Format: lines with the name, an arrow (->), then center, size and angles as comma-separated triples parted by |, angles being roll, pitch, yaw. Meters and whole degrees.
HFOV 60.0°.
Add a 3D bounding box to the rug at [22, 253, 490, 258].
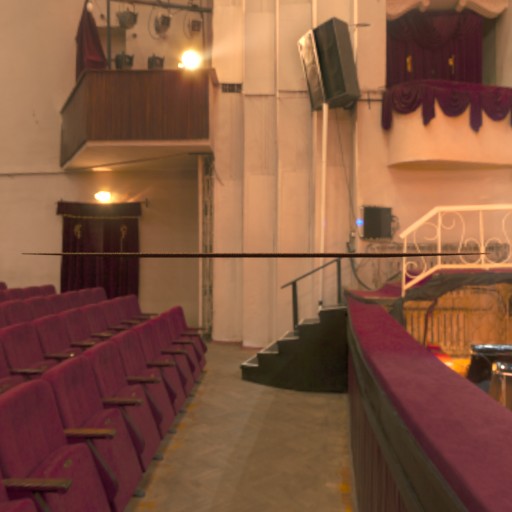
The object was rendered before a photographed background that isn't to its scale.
rug -> 0.000, 0.000, 4.065 | 3.036, 0.008, 2.440 | 0, -1, 1
